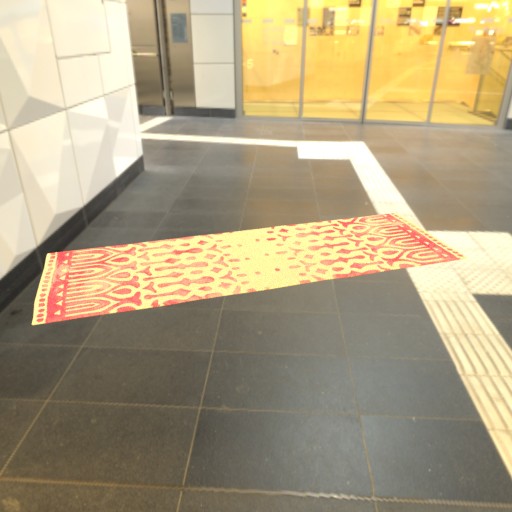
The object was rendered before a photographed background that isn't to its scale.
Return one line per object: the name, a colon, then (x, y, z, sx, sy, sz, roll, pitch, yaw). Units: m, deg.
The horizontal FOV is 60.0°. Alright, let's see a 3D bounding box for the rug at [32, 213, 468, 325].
rug: (0.000, 0.000, 2.712, 2.458, 0.011, 0.787, -8, 28, -15)
